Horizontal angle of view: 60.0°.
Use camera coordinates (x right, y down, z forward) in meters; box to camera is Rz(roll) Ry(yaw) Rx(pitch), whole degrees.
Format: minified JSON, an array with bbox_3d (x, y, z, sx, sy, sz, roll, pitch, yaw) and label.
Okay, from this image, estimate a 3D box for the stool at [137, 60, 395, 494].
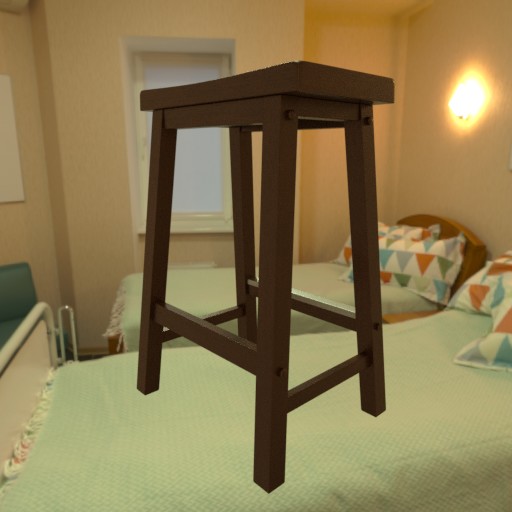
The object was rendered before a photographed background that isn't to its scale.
[{"bbox_3d":[0.000,0.000,0.840,0.322,0.610,0.406,-12,18,-41],"label":"stool"}]
